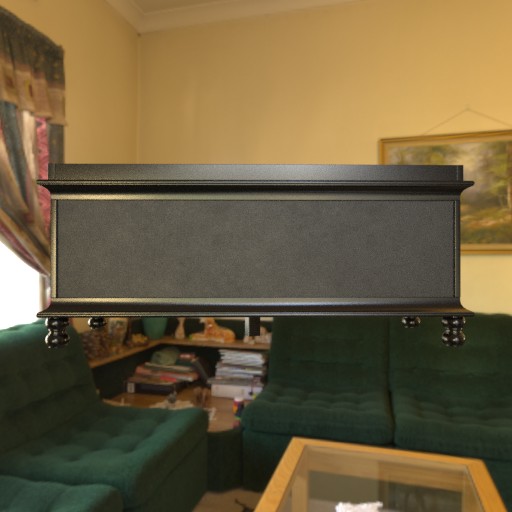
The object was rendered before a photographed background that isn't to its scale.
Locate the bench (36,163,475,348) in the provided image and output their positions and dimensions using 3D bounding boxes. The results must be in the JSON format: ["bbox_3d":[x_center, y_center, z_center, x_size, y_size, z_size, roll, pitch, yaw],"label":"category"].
[{"bbox_3d":[0.000,0.000,1.396,1.185,0.501,0.402,0,0,-1],"label":"bench"}]
